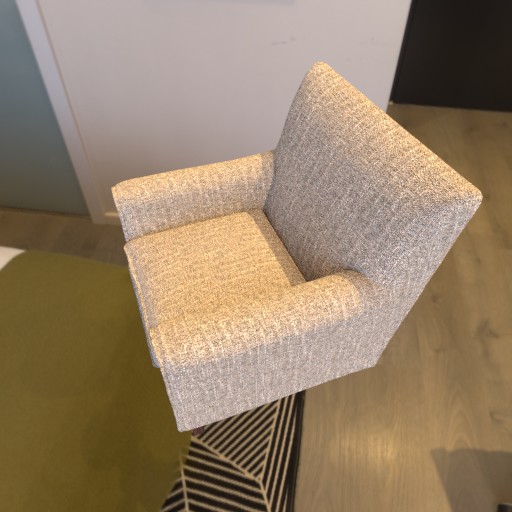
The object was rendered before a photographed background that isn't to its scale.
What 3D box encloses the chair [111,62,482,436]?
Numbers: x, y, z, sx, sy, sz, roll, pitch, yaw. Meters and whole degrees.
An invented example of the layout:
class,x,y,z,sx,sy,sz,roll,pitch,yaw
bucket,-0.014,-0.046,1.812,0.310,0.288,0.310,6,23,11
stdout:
class,x,y,z,sx,sy,sz,roll,pitch,yaw
chair,0.000,0.000,1.574,0.873,0.928,0.864,-15,48,-15
